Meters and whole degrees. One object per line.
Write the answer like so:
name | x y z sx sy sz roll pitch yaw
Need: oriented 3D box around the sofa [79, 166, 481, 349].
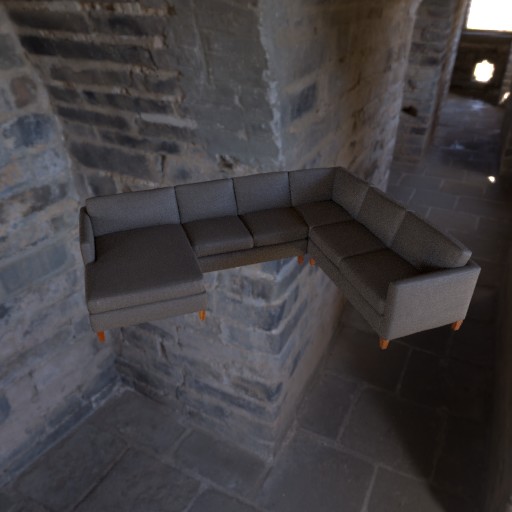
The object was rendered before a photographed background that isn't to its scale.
sofa | 0.000 0.000 4.668 3.460 0.961 2.594 -10 32 -16
